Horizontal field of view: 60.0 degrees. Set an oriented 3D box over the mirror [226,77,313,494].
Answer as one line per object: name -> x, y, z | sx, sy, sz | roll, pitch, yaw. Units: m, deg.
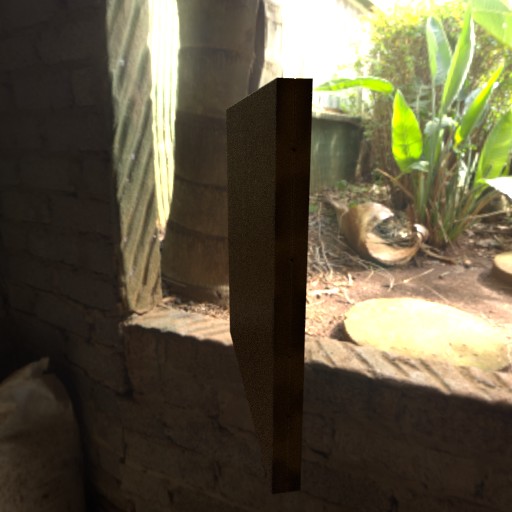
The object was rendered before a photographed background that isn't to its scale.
mirror -> 0.000, 0.000, 0.757 | 0.042, 0.507, 0.509 | -2, 15, -9
